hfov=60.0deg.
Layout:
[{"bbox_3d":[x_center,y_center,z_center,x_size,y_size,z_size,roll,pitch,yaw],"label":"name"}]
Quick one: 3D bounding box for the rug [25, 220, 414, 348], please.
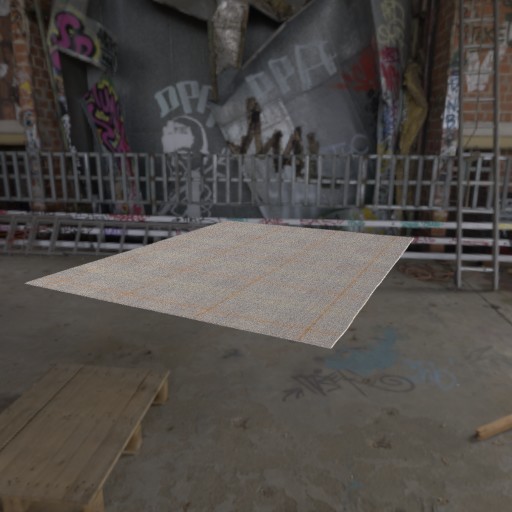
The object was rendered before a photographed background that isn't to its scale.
[{"bbox_3d":[0.000,0.000,4.189,2.448,0.021,3.051,7,16,26],"label":"rug"}]
